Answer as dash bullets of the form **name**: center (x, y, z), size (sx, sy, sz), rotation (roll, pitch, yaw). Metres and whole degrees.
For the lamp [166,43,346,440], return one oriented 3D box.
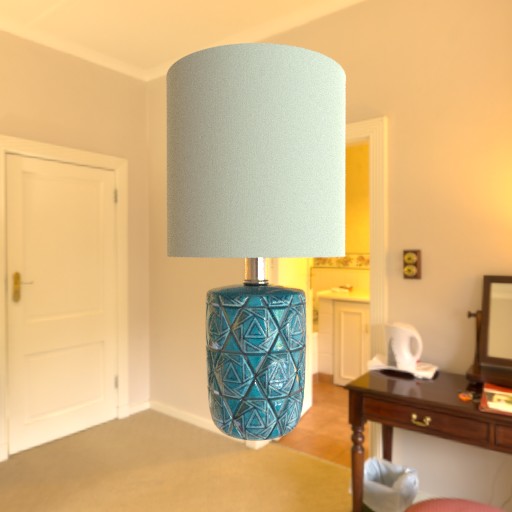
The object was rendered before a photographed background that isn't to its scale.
- **lamp**: center (0.000, 0.000, 0.488), size (0.193, 0.377, 0.193), rotation (0, 1, 0)
